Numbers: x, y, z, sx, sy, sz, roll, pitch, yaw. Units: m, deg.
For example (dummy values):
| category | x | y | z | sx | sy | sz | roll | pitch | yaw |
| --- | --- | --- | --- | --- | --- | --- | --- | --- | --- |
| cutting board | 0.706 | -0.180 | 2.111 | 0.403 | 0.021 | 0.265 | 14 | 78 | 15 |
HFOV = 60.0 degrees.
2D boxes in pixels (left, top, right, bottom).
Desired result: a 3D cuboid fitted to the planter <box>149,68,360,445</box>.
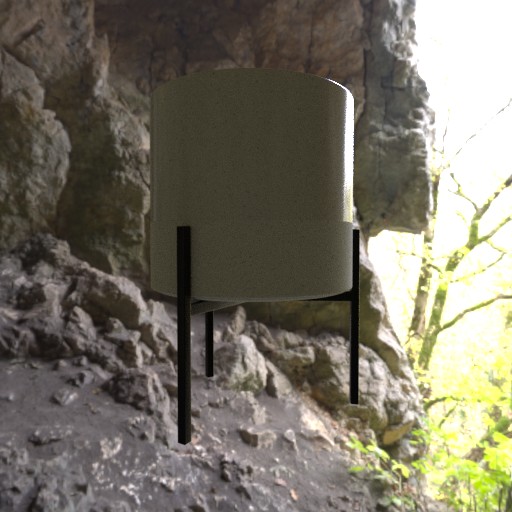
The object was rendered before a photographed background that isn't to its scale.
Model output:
| category | x | y | z | sx | sy | sz | roll | pitch | yaw |
| --- | --- | --- | --- | --- | --- | --- | --- | --- | --- |
| planter | 0.000 | 0.000 | 0.343 | 0.159 | 0.230 | 0.152 | 0 | 2 | 1 |
